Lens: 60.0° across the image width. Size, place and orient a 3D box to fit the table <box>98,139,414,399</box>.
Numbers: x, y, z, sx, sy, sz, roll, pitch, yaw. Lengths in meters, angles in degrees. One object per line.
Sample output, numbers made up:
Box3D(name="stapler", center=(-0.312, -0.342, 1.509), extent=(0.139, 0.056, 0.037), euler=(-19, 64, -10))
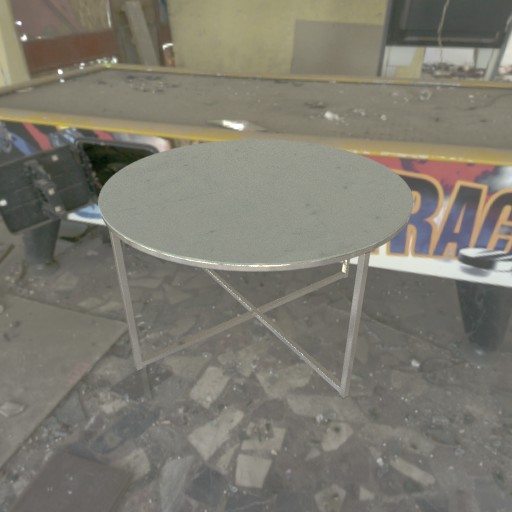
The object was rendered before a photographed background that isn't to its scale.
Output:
Box3D(name="table", center=(0.000, 0.000, 1.291), extent=(0.800, 0.450, 0.800), euler=(0, 31, 0))
